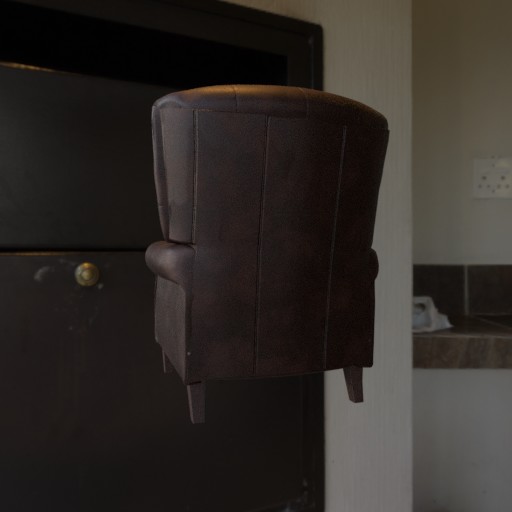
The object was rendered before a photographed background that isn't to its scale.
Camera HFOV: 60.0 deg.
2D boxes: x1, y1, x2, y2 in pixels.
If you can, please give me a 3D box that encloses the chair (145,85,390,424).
[{"bbox_3d":[0.000,0.000,1.925,0.948,1.158,1.058,0,0,-19],"label":"chair"}]
